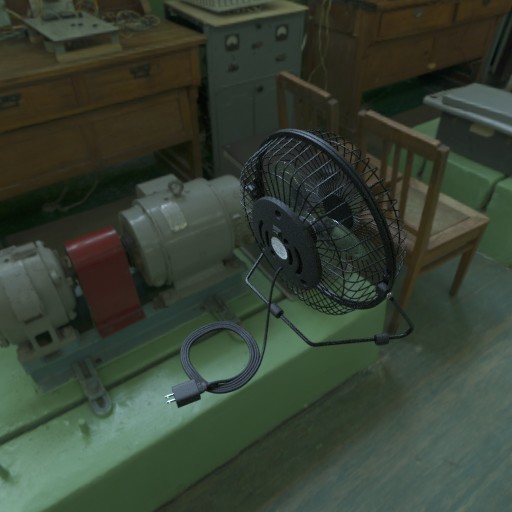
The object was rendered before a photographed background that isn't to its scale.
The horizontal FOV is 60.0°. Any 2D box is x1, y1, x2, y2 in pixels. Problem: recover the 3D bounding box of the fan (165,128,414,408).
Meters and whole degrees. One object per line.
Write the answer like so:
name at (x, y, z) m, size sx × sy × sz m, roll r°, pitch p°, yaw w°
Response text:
fan at (0.000, 0.000, 0.385) m, size 0.227 × 0.188 × 0.209 m, roll -26°, pitch 48°, yaw -26°
